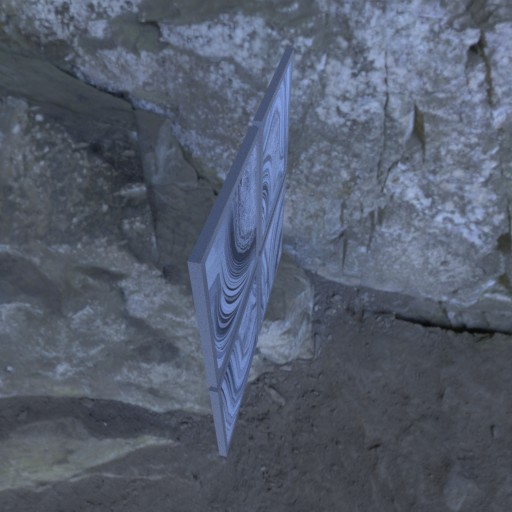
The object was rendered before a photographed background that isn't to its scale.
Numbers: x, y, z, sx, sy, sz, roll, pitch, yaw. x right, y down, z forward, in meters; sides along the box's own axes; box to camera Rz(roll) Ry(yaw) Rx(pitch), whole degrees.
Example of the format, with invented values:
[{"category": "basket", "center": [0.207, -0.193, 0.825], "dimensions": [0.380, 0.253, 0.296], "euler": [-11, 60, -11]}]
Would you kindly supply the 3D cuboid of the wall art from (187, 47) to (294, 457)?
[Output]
[{"category": "wall art", "center": [0.000, 0.000, 1.694], "dimensions": [0.029, 1.118, 1.118], "euler": [10, 48, 9]}]
